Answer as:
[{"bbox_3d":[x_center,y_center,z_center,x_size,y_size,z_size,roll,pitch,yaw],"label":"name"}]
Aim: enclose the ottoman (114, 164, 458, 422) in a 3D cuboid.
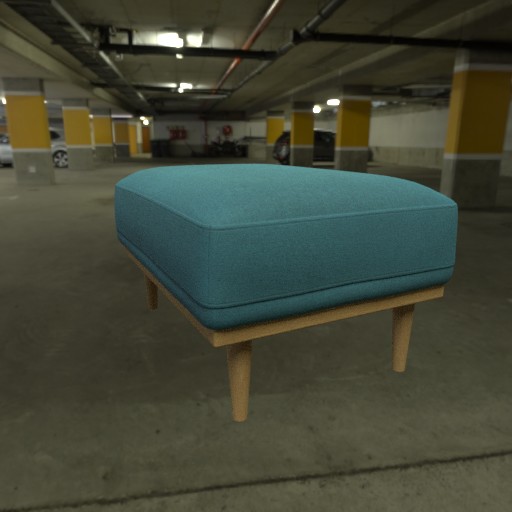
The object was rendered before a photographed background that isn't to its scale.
[{"bbox_3d":[0.000,0.000,1.094,0.549,0.428,0.749,-7,16,-26],"label":"ottoman"}]
